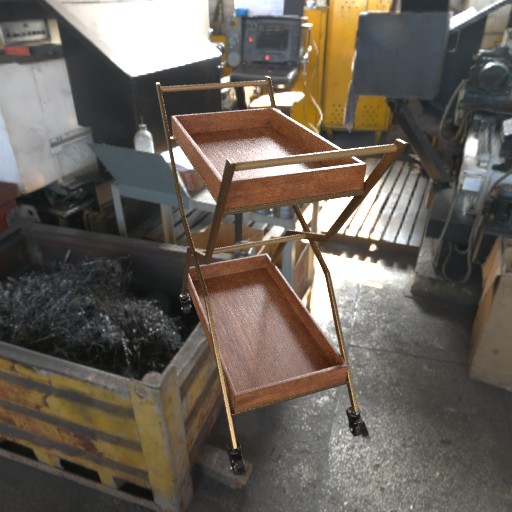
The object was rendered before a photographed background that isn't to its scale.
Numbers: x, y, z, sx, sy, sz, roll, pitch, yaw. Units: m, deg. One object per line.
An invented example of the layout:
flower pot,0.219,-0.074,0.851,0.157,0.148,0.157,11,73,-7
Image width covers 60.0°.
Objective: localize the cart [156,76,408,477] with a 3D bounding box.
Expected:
cart,0.000,0.000,1.331,0.405,0.869,0.836,-10,33,-16
